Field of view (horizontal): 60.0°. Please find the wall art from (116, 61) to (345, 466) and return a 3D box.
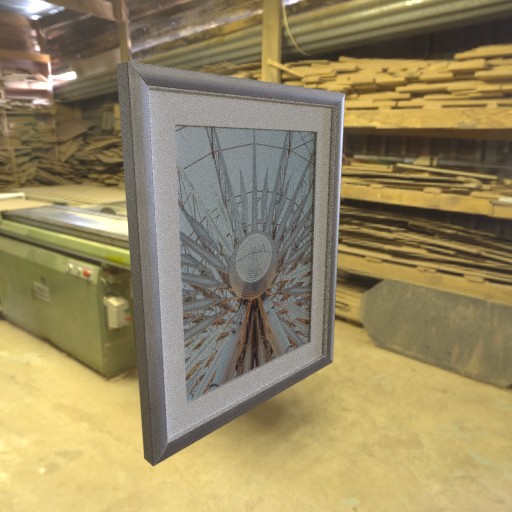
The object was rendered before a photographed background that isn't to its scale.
[{"bbox_3d":[0.000,0.000,0.756,0.029,0.558,0.458,13,19,43],"label":"wall art"}]
